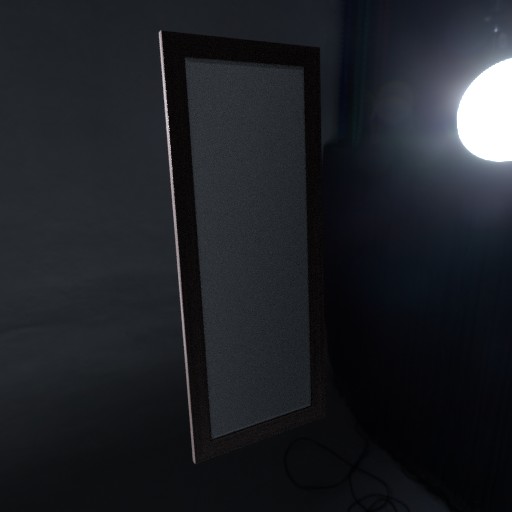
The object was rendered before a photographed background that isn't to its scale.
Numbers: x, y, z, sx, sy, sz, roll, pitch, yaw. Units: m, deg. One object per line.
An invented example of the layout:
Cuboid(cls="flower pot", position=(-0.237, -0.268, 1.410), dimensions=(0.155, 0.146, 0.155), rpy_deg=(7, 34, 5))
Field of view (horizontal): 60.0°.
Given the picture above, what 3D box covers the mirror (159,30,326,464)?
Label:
Cuboid(cls="mirror", position=(0.000, 0.000, 2.236), dimensions=(0.812, 2.020, 0.221), rpy_deg=(-8, 18, -27))
